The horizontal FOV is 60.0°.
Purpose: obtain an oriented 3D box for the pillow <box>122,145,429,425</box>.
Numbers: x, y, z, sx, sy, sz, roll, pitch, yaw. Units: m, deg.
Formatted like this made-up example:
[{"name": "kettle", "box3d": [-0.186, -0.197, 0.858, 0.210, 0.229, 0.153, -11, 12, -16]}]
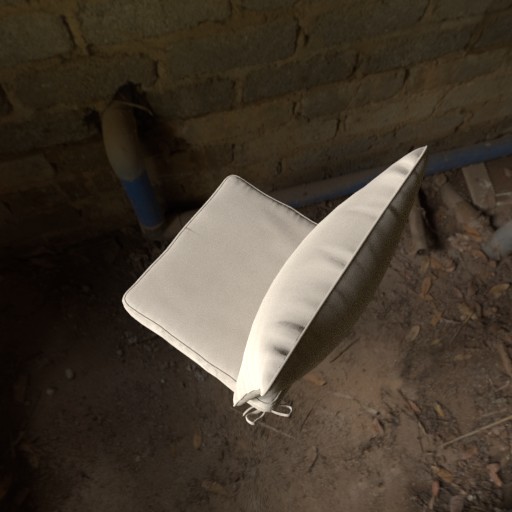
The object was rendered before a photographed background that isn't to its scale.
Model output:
[{"name": "pillow", "box3d": [0.000, 0.000, 1.401, 0.733, 0.716, 0.798, 32, 69, 14]}]
